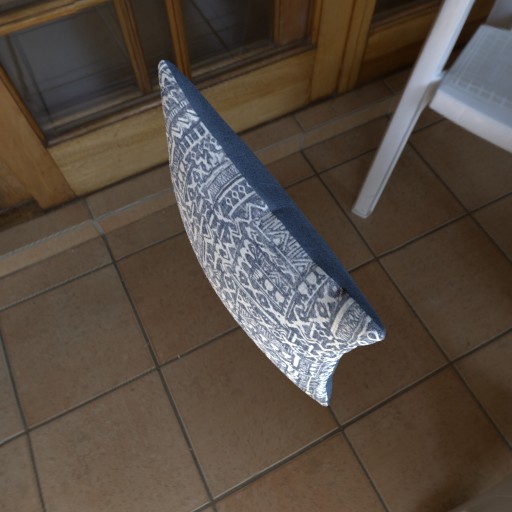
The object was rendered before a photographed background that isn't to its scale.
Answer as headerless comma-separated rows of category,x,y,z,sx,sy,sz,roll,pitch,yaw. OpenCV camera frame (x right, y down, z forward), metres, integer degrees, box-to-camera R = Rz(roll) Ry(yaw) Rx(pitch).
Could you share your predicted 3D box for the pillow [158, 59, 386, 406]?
pillow,0.000,0.000,0.808,0.180,0.487,0.546,-30,67,-14
